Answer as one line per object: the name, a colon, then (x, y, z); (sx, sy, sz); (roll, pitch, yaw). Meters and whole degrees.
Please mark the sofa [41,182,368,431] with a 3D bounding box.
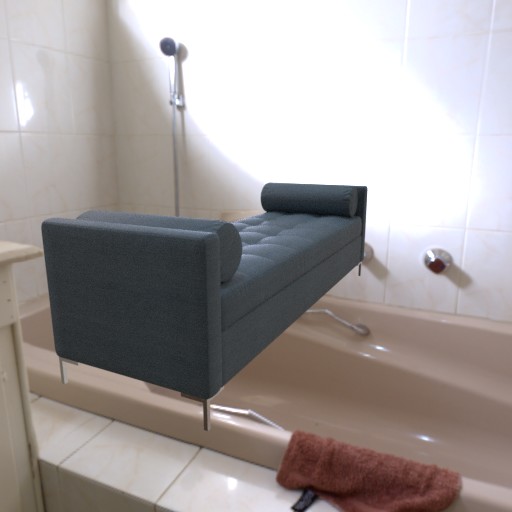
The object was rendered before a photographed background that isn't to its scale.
sofa: (0.000, 0.000, 2.308); (0.686, 0.635, 1.981); (7, 15, 26)
